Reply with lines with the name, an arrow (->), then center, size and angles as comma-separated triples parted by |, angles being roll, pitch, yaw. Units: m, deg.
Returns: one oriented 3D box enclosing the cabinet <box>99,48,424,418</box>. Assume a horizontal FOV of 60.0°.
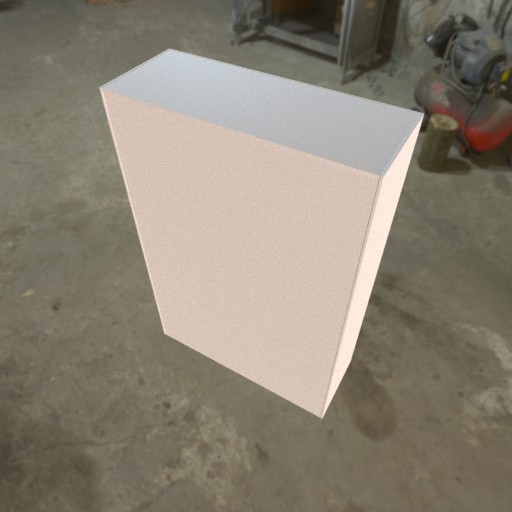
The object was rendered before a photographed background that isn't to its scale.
cabinet -> 0.000, 0.000, 2.554 | 1.290, 1.910, 0.510 | 23, 51, 20
